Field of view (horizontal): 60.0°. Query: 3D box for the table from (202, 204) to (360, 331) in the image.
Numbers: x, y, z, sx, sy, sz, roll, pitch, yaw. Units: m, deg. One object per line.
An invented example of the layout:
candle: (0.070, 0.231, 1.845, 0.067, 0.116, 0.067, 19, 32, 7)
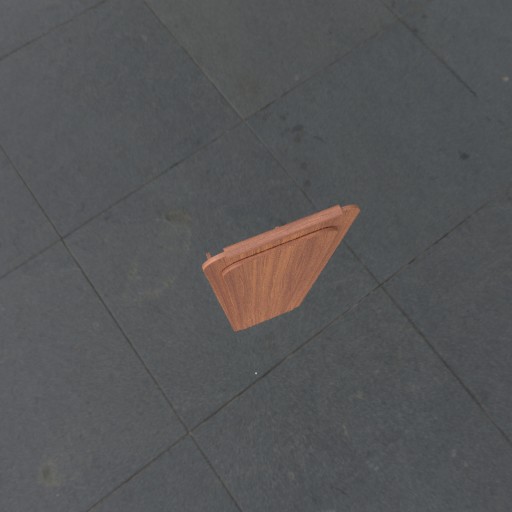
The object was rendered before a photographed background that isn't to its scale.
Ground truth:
table: (0.000, 0.000, 2.042, 0.450, 1.830, 0.420, -21, 76, -5)
